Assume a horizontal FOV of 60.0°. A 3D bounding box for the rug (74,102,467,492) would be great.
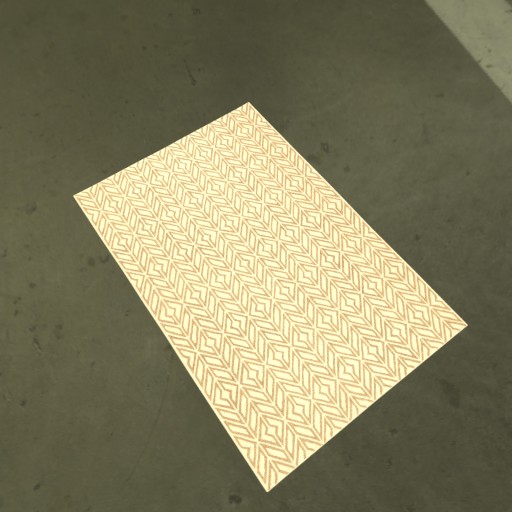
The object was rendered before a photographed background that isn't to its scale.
[{"bbox_3d":[0.000,0.000,2.329,1.220,0.007,1.828,-33,68,-15],"label":"rug"}]
